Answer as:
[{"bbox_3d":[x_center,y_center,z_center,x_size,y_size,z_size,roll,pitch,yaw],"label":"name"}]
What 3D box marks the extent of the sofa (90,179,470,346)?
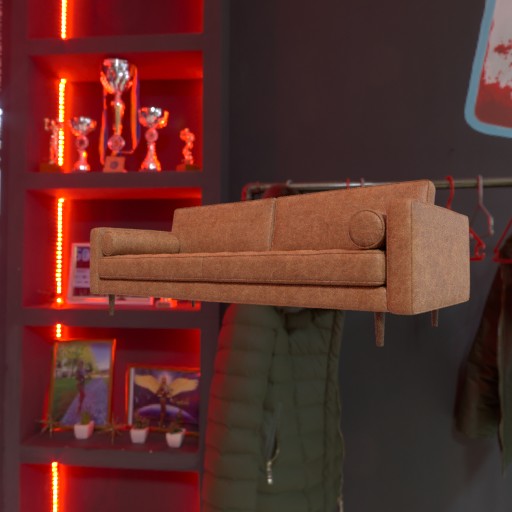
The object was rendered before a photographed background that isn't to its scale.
[{"bbox_3d":[0.000,0.000,2.666,2.200,0.770,0.919,-1,-2,38],"label":"sofa"}]
